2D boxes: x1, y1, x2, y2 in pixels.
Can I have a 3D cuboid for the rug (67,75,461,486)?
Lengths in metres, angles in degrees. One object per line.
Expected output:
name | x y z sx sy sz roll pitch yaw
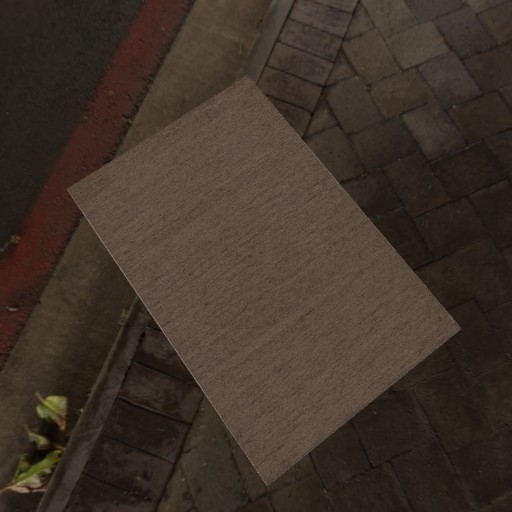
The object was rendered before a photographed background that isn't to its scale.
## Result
rug | 0.000 0.000 2.338 1.225 0.013 1.840 -35 78 -9
